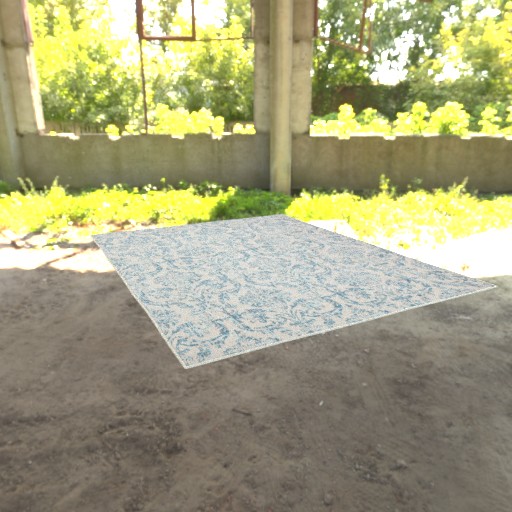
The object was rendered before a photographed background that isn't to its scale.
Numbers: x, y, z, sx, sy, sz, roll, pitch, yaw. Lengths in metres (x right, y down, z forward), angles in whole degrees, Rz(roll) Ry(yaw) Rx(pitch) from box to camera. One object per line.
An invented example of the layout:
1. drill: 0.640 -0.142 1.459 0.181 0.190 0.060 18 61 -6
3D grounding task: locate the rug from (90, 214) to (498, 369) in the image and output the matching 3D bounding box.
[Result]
1. rug: 0.000 0.000 3.916 2.363 0.012 2.980 -9 19 -27
